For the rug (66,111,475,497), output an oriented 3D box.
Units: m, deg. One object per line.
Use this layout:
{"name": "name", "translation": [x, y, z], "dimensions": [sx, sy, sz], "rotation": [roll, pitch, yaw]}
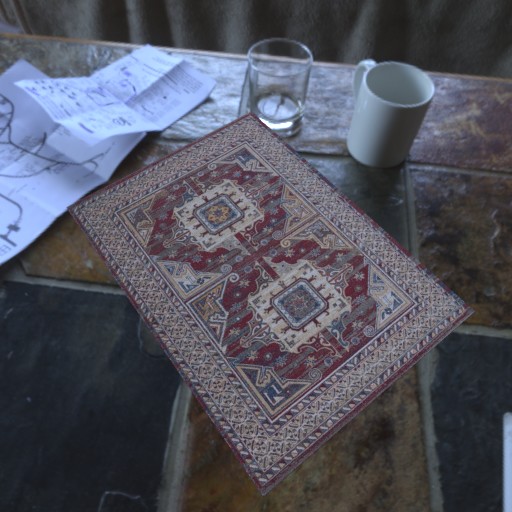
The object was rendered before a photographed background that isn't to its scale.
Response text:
{"name": "rug", "translation": [0.000, 0.000, 2.850], "dimensions": [1.599, 0.011, 2.210], "rotation": [-33, 64, -19]}
